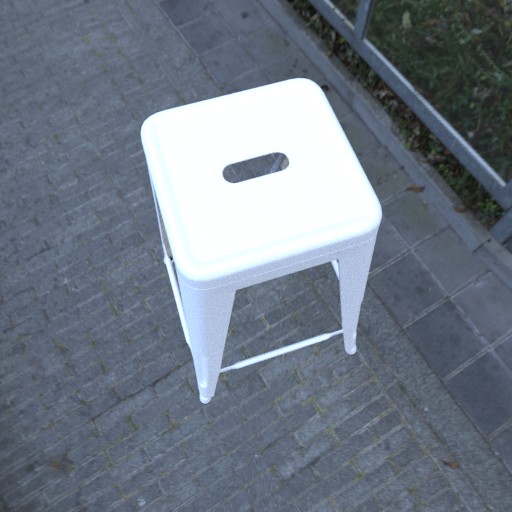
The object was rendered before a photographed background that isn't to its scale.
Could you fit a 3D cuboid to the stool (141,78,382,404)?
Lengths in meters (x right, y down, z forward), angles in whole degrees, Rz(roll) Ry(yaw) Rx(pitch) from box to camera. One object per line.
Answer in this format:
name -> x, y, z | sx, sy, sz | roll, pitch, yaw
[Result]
stool -> 0.000, 0.000, 0.886 | 0.406, 0.610, 0.406 | -17, 67, -7
